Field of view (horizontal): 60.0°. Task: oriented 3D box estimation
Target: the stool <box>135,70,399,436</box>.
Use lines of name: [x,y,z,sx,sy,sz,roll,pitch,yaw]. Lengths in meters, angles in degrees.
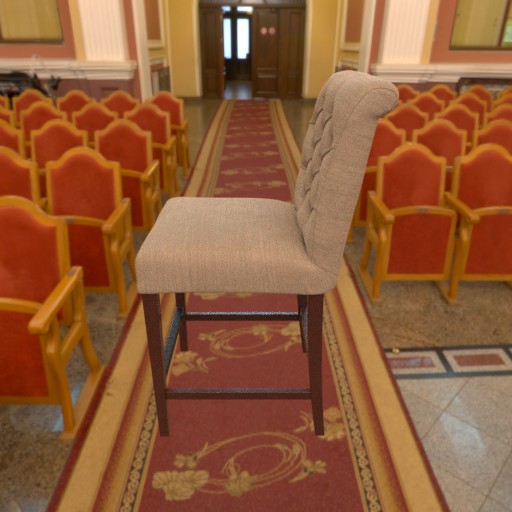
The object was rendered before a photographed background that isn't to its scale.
stool: [0.000,0.000,1.417,0.660,1.084,0.486,0,26,0]
